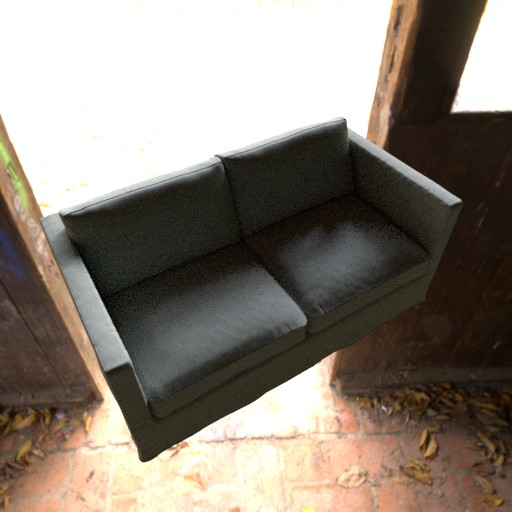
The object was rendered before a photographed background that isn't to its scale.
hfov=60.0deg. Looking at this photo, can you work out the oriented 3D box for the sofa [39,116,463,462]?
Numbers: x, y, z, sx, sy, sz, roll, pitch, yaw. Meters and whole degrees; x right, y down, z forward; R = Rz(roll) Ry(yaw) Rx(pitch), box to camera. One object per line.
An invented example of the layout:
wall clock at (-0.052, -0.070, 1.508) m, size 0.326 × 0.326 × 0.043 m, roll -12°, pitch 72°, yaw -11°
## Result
sofa at (0.000, 0.000, 2.194) m, size 1.727 × 0.830 × 0.944 m, roll -24°, pitch 49°, yaw -22°
